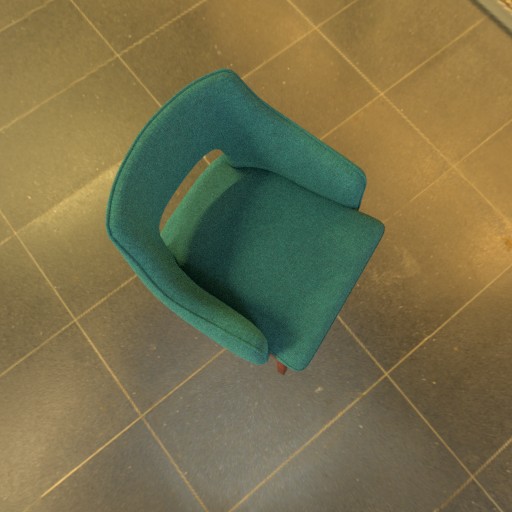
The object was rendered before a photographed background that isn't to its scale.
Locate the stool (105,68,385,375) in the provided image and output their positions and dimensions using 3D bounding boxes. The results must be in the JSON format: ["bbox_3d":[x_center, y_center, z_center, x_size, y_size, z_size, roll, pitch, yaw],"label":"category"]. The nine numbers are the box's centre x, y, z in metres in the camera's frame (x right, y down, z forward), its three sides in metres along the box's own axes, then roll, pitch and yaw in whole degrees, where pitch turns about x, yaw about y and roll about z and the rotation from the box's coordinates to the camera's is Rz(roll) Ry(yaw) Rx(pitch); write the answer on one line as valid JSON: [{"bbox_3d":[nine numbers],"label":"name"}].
[{"bbox_3d":[0.000,0.000,1.312,0.556,0.961,0.548,31,77,8],"label":"stool"}]
